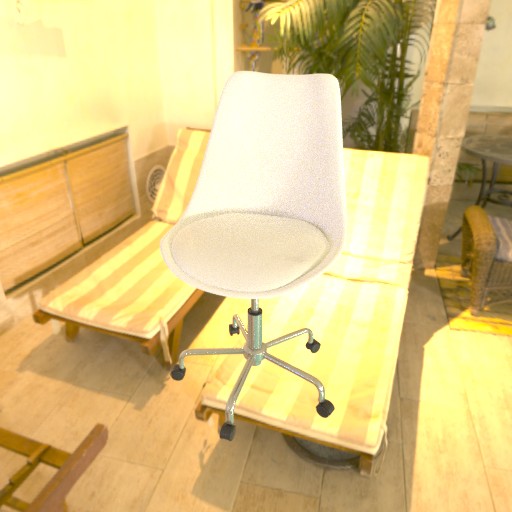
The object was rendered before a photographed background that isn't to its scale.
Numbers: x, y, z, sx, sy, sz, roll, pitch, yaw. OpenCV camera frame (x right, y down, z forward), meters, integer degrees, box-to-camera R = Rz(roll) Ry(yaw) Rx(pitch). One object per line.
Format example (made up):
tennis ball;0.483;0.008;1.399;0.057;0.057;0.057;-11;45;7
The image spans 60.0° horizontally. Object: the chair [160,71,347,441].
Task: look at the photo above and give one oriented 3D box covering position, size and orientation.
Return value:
chair;0.000;0.000;1.266;0.550;0.930;0.550;9;29;17
